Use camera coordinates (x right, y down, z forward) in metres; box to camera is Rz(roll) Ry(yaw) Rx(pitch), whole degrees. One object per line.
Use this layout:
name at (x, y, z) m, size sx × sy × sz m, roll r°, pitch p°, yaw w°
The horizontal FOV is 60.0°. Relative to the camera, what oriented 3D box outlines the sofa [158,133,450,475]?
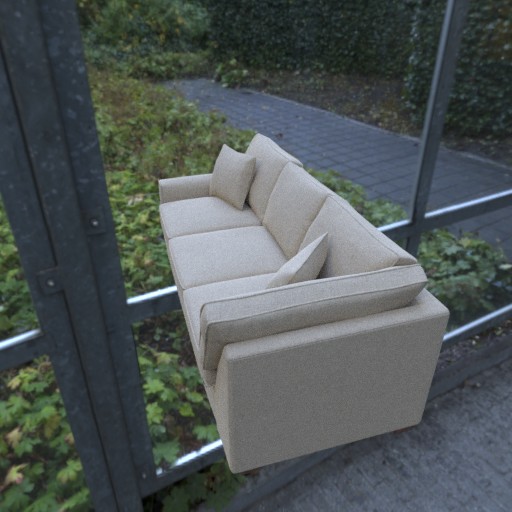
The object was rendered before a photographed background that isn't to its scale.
sofa at (0.000, 0.000, 2.836) m, size 1.061 × 0.962 × 2.317 m, roll -9°, pitch 31°, yaw -15°
